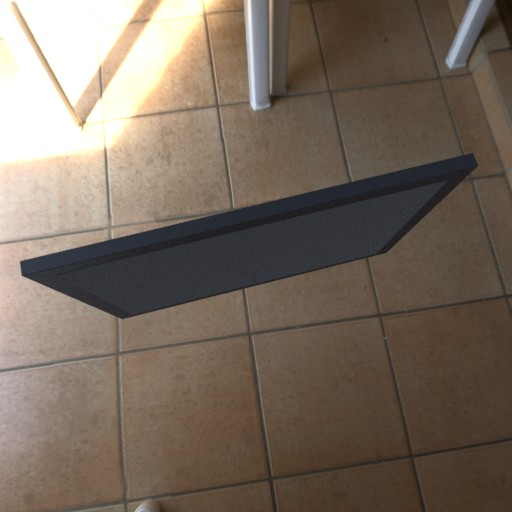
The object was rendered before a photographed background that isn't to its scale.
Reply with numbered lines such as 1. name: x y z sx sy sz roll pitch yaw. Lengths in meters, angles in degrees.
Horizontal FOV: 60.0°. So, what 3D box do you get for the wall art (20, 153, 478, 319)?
1. wall art: 0.000 0.000 0.556 0.432 0.306 0.016 -14 75 -4
